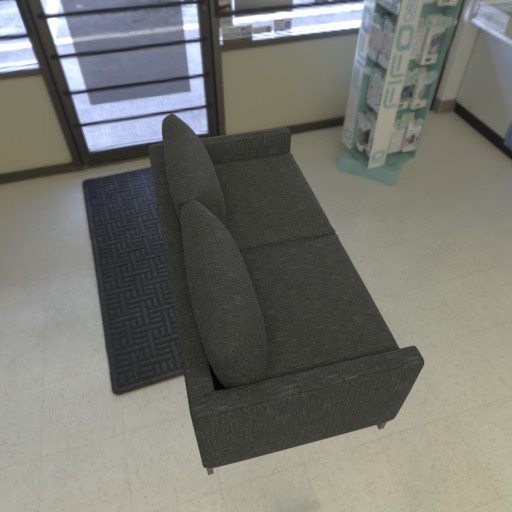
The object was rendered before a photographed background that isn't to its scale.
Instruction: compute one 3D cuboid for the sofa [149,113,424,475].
[{"bbox_3d":[0.000,0.000,2.214,0.866,0.862,1.716,-10,47,-10],"label":"sofa"}]
